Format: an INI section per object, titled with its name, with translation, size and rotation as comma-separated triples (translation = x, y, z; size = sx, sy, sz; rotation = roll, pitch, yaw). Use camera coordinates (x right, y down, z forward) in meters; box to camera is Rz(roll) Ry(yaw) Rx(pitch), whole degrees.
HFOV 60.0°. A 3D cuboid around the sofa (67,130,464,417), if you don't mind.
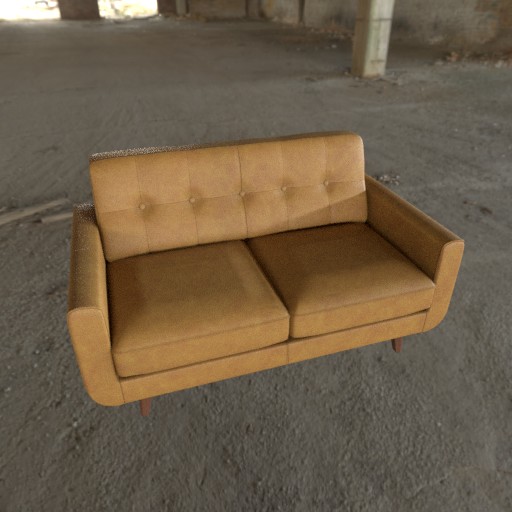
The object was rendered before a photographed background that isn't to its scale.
[sofa]
translation = 0.000, 0.000, 2.164
size = 1.651, 0.925, 0.952
rotation = -10, 32, -15
